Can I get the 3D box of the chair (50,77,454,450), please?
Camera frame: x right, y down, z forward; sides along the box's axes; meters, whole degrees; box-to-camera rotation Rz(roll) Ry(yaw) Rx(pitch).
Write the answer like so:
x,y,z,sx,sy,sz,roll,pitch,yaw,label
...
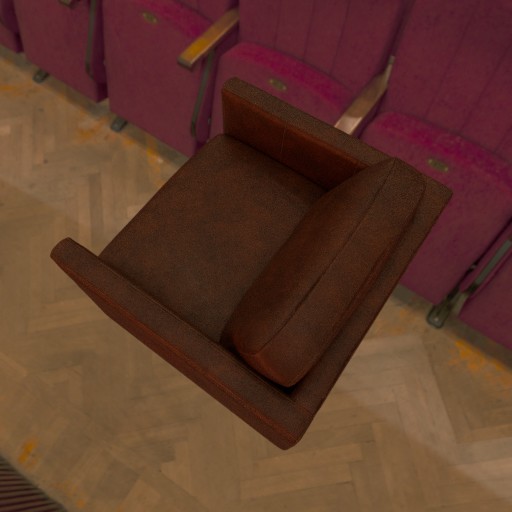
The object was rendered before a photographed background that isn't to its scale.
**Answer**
x,y,z,sx,sy,sz,roll,pitch,yaw,label
0.000,0.000,1.699,0.975,0.864,0.990,33,68,15,chair
